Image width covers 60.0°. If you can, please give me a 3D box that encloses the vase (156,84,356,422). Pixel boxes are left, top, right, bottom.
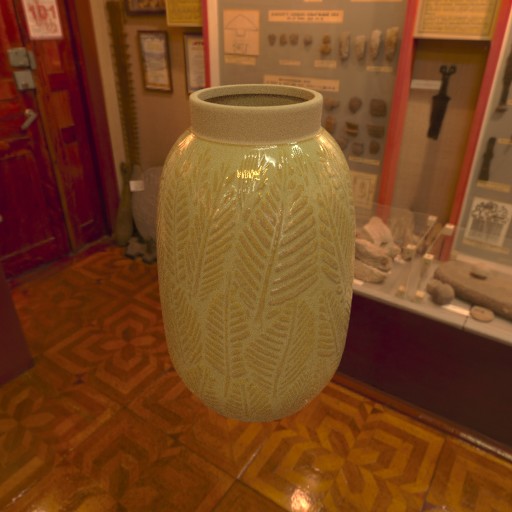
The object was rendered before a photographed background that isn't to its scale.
[{"bbox_3d":[0.000,0.000,0.388,0.172,0.270,0.172,0,30,0],"label":"vase"}]
